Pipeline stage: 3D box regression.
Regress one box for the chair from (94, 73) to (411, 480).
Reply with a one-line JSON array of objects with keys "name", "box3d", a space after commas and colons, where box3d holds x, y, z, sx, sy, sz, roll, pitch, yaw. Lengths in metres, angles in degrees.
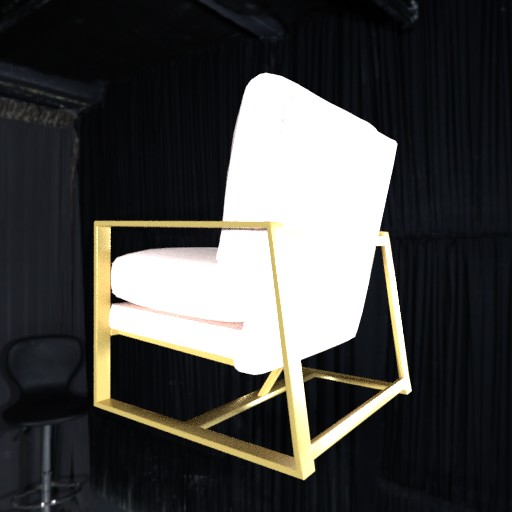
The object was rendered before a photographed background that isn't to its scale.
[{"name": "chair", "box3d": [0.000, 0.000, 1.497, 0.813, 0.956, 0.758, 1, 1, 36]}]
